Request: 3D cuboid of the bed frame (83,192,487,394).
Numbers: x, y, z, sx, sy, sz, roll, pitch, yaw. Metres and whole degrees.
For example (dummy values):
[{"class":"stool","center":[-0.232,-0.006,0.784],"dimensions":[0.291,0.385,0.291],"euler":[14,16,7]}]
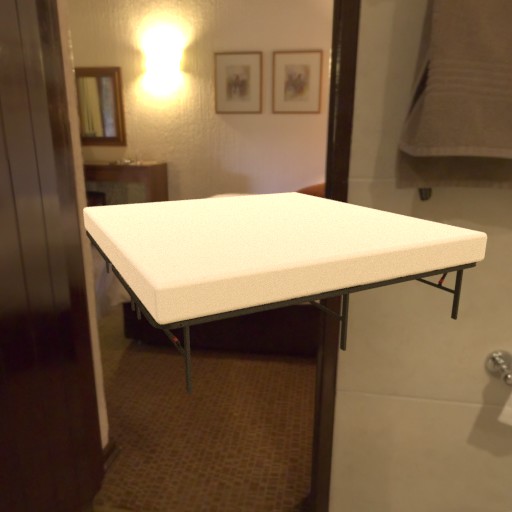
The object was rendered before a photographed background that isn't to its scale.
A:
[{"class":"bed frame","center":[0.000,0.000,3.024],"dimensions":[1.935,0.525,2.033],"euler":[-8,18,-27]}]
